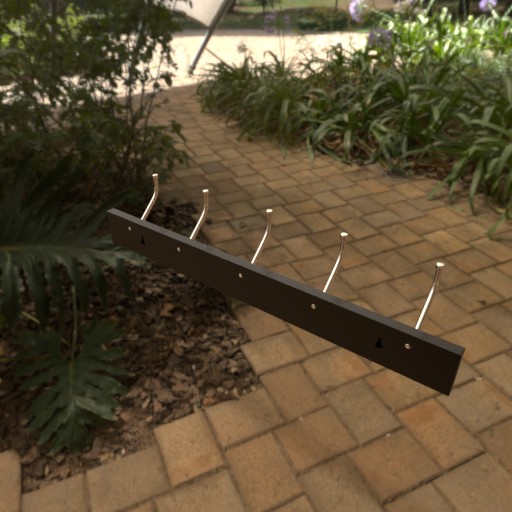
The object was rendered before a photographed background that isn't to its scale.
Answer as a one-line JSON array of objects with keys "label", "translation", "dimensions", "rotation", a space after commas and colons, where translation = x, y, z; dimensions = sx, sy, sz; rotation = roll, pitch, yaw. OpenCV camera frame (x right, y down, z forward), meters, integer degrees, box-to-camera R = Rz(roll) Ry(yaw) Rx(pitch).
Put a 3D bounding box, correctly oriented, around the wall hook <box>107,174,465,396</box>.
[{"label": "wall hook", "translation": [0.000, 0.000, 0.619], "dimensions": [0.571, 0.117, 0.071], "rotation": [21, 37, 31]}]
